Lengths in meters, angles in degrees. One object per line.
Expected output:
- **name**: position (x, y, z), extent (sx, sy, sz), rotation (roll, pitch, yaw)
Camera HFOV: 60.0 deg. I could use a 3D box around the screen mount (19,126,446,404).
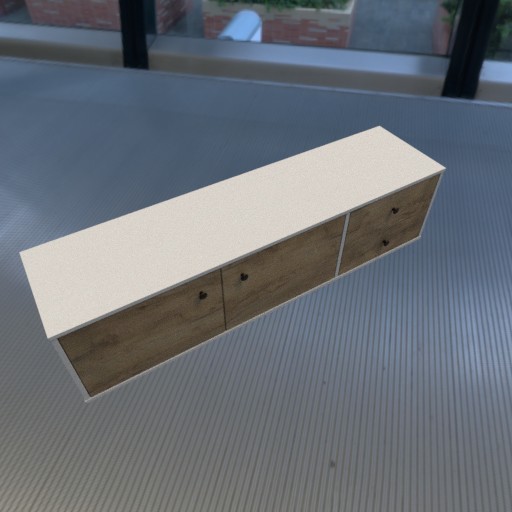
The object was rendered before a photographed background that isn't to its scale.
- **screen mount**: position (0.000, 0.000, 1.835), extent (1.600, 0.520, 0.418), rotation (-23, 50, -21)
